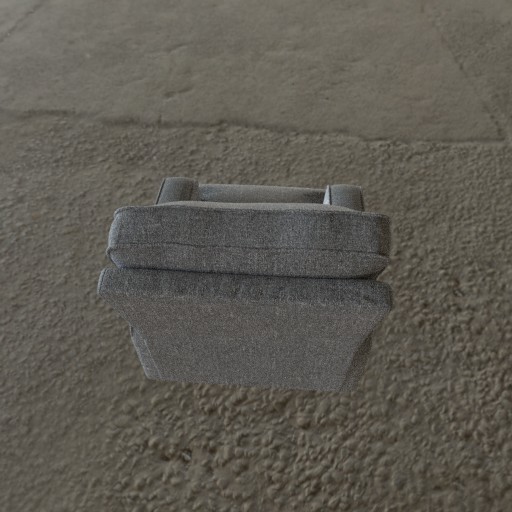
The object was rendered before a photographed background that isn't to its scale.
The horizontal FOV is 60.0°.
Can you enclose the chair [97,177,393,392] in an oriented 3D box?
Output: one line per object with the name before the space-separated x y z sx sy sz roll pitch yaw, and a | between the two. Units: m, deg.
chair | 0.000 0.000 1.678 0.861 0.962 0.964 3 47 3
